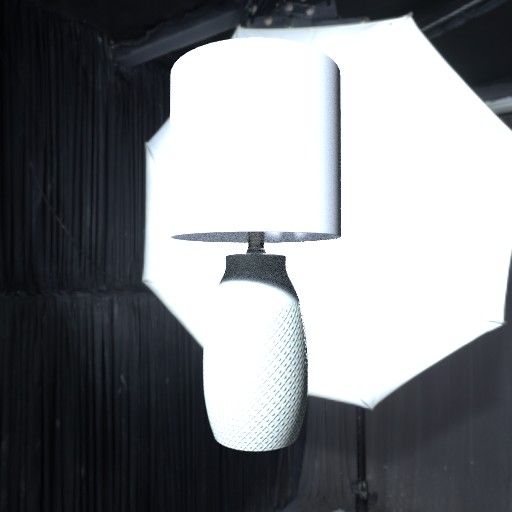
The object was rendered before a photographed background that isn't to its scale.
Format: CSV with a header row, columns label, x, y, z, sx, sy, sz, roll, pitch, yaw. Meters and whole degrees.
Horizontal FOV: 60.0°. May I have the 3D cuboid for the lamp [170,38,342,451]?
label,x,y,z,sx,sy,sz,roll,pitch,yaw
lamp,0.000,0.000,0.567,0.217,0.453,0.217,-1,-2,36
